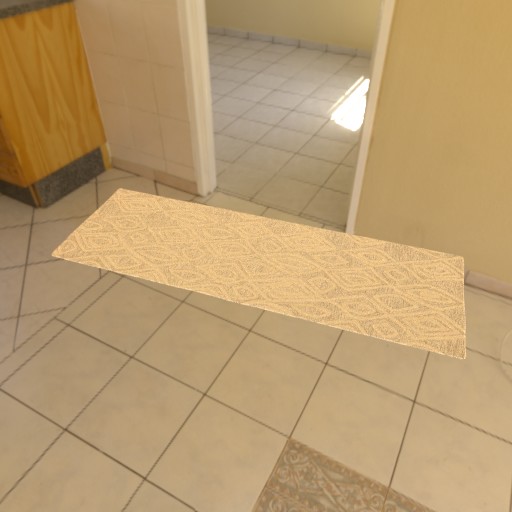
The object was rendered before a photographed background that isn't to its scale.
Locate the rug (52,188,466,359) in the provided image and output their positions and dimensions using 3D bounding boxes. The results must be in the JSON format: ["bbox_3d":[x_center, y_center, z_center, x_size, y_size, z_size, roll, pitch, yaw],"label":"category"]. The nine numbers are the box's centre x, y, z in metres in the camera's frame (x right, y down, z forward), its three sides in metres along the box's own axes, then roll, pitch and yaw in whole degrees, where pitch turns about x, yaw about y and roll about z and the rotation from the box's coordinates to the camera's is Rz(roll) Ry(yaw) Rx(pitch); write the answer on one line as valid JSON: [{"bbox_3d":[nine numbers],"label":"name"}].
[{"bbox_3d":[0.000,0.000,2.741,2.436,0.013,0.807,13,43,14],"label":"rug"}]
